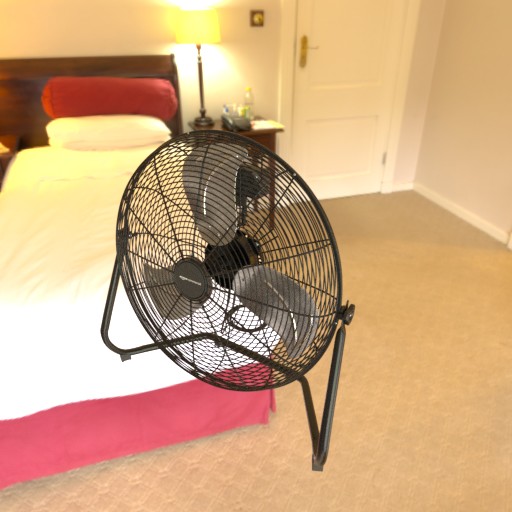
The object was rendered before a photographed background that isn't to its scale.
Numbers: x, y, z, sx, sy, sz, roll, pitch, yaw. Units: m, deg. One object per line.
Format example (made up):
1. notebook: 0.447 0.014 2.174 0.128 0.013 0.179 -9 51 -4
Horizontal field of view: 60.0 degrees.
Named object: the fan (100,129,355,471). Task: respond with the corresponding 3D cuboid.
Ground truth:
1. fan: 0.000 0.000 0.912 0.555 0.546 0.424 18 34 29
